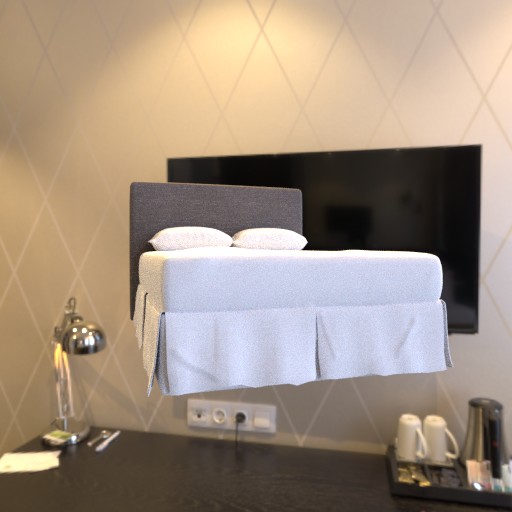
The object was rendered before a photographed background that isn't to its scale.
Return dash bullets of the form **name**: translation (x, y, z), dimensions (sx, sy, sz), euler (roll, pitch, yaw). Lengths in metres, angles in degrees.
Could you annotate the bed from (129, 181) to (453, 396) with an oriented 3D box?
- **bed**: translation (0.000, 0.000, 3.254), dimensions (1.723, 1.330, 2.142), euler (0, 0, -18)
